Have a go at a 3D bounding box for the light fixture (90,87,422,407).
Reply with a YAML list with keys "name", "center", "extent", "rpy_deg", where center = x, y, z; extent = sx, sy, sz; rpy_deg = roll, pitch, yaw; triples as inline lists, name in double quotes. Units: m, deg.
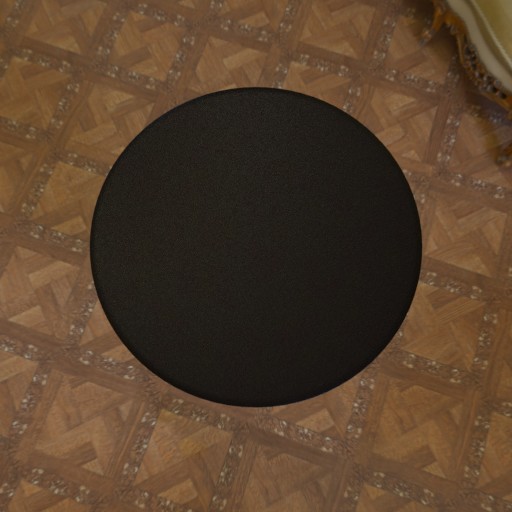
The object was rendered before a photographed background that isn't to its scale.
- name: "light fixture"
  center: [0.000, 0.000, 0.629]
  extent: [0.389, 0.229, 0.389]
  rpy_deg: [0, 76, 0]
